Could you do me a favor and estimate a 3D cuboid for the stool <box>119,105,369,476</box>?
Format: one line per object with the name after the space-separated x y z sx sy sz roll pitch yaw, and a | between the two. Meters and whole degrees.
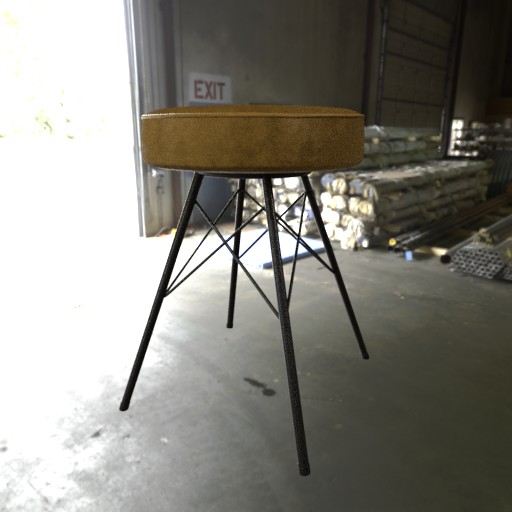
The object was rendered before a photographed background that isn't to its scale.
0.000 0.000 0.940 0.438 0.595 0.472 9 18 28 | stool
